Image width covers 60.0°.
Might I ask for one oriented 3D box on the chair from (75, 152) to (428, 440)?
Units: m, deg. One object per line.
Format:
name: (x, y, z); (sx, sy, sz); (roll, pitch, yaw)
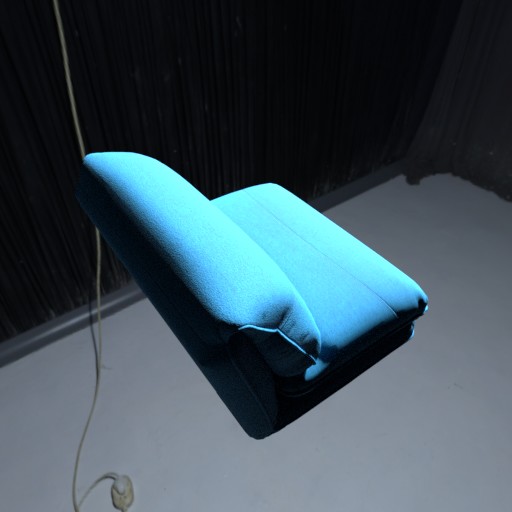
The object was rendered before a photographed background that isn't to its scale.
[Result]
chair: (0.000, 0.000, 1.358); (0.780, 0.580, 0.820); (-25, 47, -26)
